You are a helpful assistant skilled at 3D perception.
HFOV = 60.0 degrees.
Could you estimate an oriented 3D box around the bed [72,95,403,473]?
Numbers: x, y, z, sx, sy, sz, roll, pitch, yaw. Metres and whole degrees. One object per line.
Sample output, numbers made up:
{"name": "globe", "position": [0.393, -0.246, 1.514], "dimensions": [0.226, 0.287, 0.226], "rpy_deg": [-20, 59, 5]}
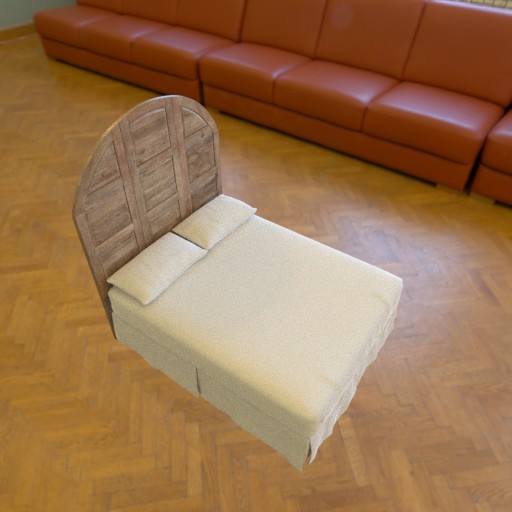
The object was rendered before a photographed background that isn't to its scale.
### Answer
{"name": "bed", "position": [0.000, 0.000, 3.520], "dimensions": [2.112, 2.002, 1.713], "rpy_deg": [25, 48, 25]}
